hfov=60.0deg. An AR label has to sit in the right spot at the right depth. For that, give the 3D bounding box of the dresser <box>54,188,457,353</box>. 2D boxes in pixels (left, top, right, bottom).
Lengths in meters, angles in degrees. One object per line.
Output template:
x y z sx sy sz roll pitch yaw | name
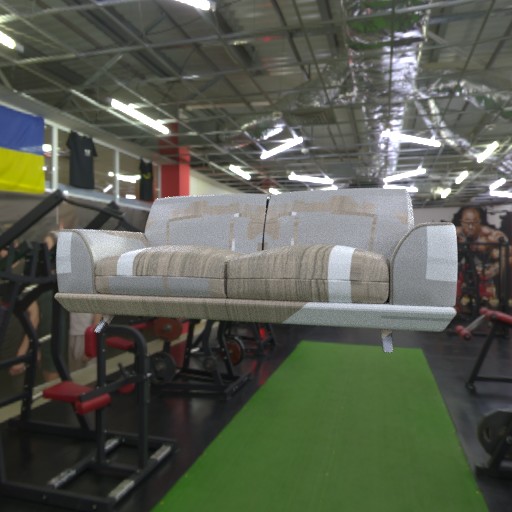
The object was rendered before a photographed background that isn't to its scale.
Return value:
0.000 0.000 5.868 4.679 1.863 2.251 0 1 18 | dresser
